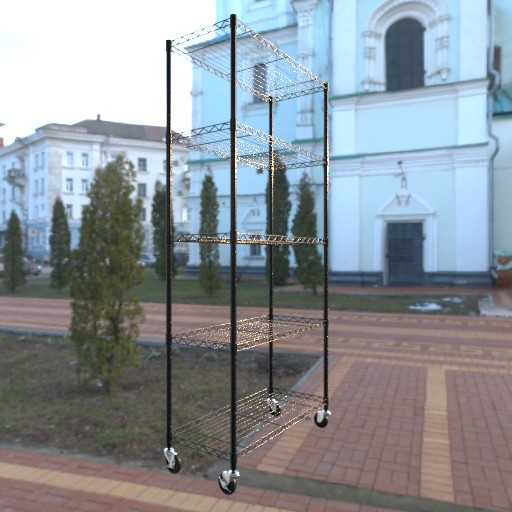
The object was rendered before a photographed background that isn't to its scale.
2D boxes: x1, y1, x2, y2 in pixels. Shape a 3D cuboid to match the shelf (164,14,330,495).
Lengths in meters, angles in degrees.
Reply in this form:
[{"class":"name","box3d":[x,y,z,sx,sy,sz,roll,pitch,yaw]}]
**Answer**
[{"class":"shelf","box3d":[0.000,0.000,1.901,0.356,1.645,0.762,0,0,35]}]
